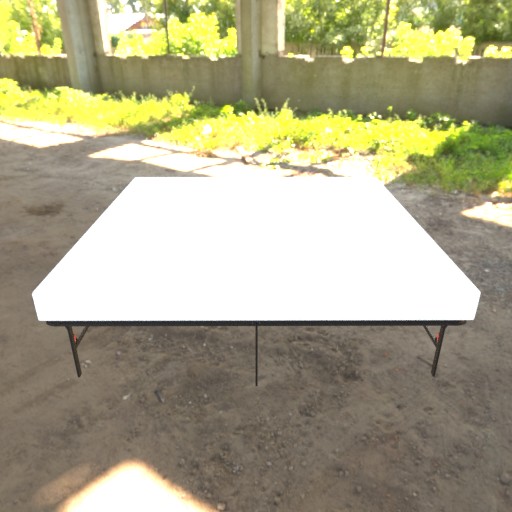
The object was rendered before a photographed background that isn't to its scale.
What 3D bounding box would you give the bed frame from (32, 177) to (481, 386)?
[{"bbox_3d":[0.000,0.000,2.991,2.032,0.559,1.930,0,26,0],"label":"bed frame"}]
